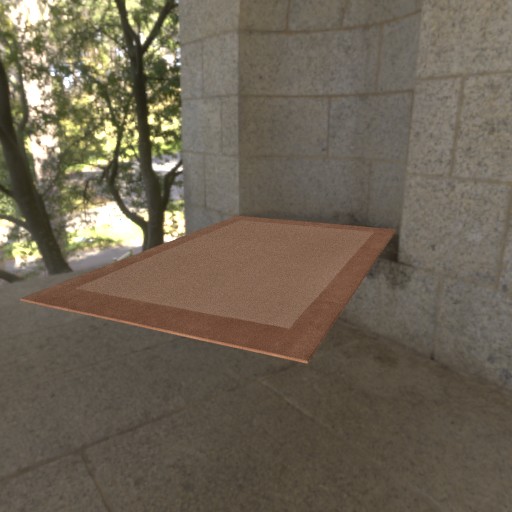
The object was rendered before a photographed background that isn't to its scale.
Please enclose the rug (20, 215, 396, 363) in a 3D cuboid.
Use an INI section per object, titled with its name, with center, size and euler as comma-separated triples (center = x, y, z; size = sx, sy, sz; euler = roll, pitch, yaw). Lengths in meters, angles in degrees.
[rug]
center = 0.000, 0.000, 3.006
size = 1.524, 0.014, 2.438
euler = 7, 18, 23
